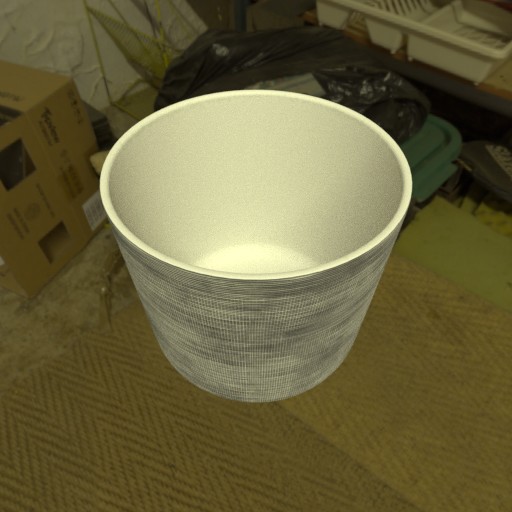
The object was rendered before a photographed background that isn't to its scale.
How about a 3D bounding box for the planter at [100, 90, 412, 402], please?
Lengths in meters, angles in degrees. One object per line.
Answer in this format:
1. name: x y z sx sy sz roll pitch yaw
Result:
1. planter: 0.000 0.000 0.785 0.440 0.398 0.440 0 47 0
